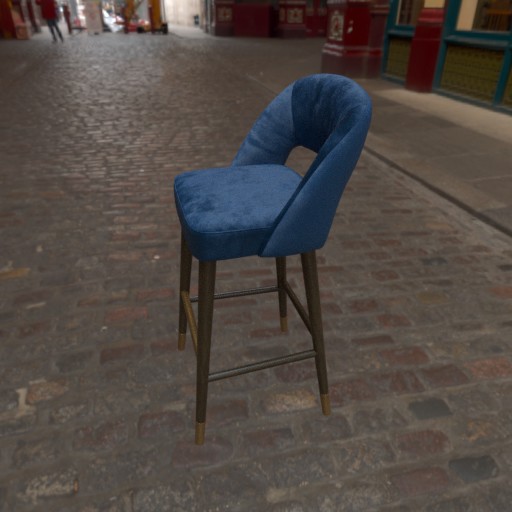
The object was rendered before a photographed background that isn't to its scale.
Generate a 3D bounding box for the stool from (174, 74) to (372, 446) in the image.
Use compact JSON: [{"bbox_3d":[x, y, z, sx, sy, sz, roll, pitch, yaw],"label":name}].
[{"bbox_3d":[0.000,0.000,1.362,0.515,1.016,0.514,-8,31,-13],"label":"stool"}]
